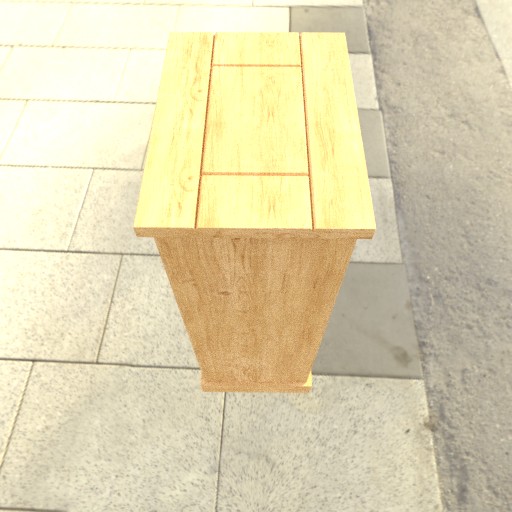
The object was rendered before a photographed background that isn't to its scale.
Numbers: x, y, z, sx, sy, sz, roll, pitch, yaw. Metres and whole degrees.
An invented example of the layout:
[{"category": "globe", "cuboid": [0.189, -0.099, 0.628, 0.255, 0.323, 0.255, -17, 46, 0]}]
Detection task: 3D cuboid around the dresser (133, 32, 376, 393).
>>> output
[{"category": "dresser", "cuboid": [0.000, 0.000, 1.292, 0.390, 1.041, 0.531, 0, 59, 0]}]
